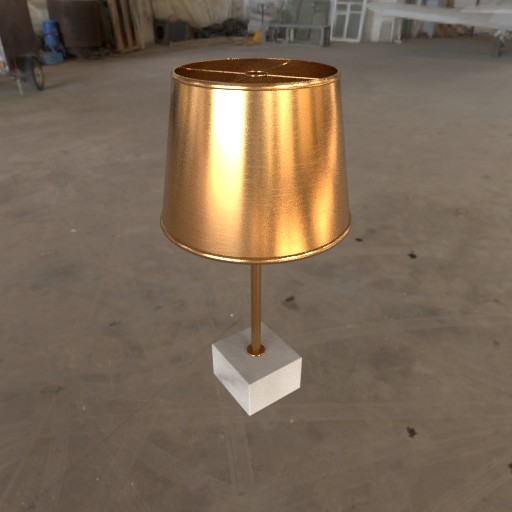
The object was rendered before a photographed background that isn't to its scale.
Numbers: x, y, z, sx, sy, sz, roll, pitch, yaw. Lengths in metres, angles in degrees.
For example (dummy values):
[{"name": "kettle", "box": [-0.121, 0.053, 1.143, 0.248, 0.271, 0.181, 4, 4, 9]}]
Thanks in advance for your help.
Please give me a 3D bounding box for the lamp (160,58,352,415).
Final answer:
[{"name": "lamp", "box": [0.000, 0.000, 0.517, 0.208, 0.406, 0.208, 0, 31, 0]}]
